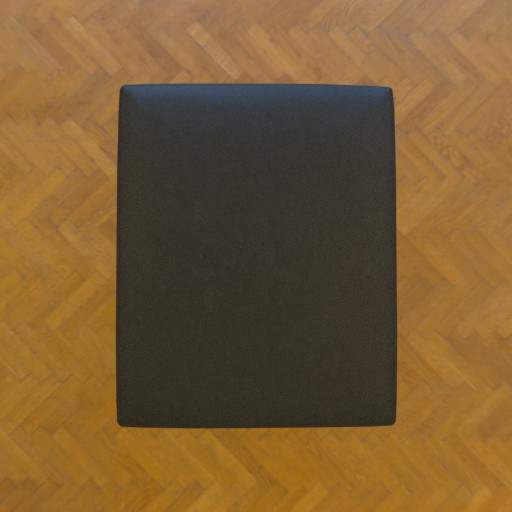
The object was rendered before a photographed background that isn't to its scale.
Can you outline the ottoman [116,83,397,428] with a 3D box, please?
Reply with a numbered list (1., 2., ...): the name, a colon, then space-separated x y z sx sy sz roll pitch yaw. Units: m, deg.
1. ottoman: 0.000 0.000 1.775 0.967 0.696 1.187 0 89 -1
